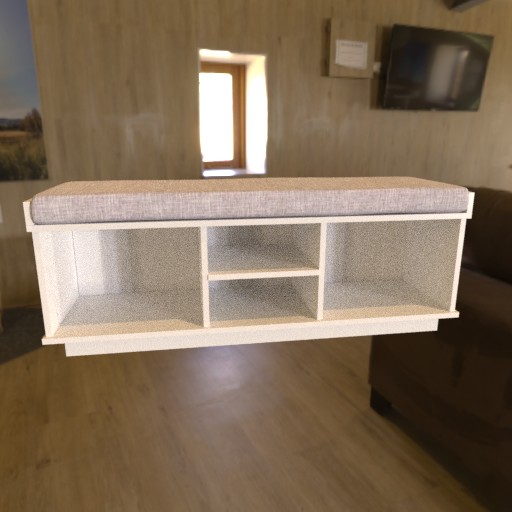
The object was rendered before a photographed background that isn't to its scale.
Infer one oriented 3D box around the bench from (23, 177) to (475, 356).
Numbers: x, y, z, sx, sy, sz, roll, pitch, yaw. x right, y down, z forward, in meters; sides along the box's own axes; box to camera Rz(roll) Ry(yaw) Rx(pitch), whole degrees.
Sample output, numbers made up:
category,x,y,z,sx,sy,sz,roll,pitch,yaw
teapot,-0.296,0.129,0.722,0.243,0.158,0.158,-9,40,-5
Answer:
category,x,y,z,sx,sy,sz,roll,pitch,yaw
bench,0.000,0.000,1.378,1.196,0.453,0.363,-2,15,-9
